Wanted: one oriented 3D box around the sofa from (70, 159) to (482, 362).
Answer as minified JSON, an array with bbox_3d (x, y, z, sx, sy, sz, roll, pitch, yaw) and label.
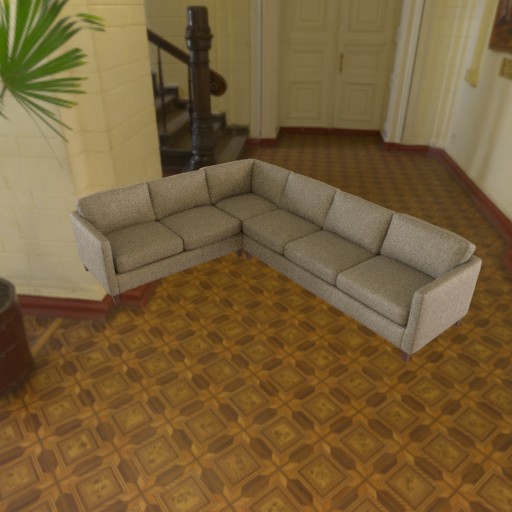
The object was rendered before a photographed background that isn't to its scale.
[{"bbox_3d":[0.000,0.000,4.434,2.593,0.947,3.302,-21,36,-33],"label":"sofa"}]
